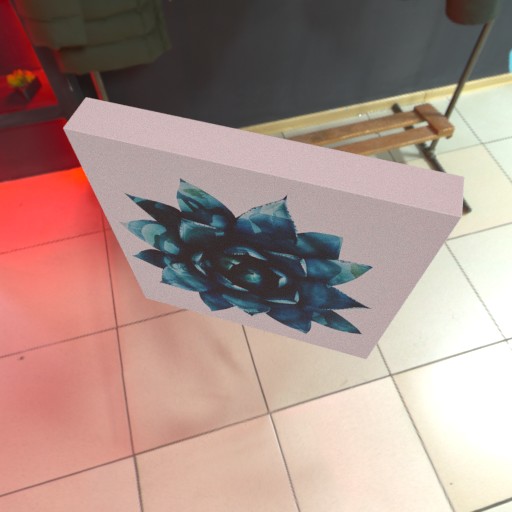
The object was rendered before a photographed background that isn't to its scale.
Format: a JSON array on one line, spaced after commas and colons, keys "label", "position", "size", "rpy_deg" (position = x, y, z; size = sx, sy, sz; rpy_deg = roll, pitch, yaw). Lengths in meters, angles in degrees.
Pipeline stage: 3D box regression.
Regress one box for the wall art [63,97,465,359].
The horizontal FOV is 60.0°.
[{"label": "wall art", "position": [0.000, 0.000, 0.465], "size": [0.305, 0.305, 0.038], "rpy_deg": [14, 60, 8]}]
